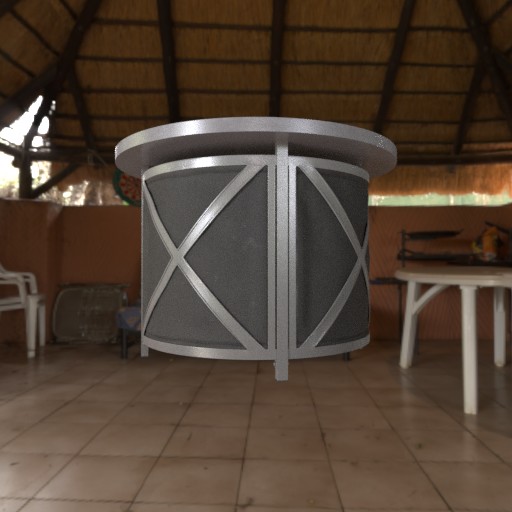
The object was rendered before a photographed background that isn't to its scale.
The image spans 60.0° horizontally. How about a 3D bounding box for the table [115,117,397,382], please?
[{"bbox_3d":[0.000,0.000,1.506,0.914,0.650,0.914,0,-1,0],"label":"table"}]
